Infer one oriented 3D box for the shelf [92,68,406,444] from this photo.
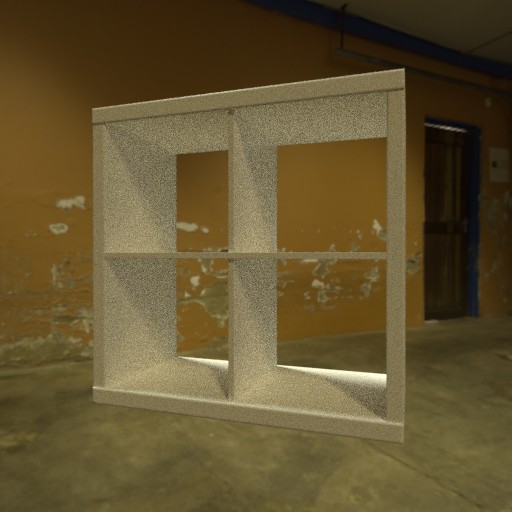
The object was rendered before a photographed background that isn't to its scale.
[{"bbox_3d":[0.000,0.000,1.239,0.790,0.786,0.390,0,0,19],"label":"shelf"}]
